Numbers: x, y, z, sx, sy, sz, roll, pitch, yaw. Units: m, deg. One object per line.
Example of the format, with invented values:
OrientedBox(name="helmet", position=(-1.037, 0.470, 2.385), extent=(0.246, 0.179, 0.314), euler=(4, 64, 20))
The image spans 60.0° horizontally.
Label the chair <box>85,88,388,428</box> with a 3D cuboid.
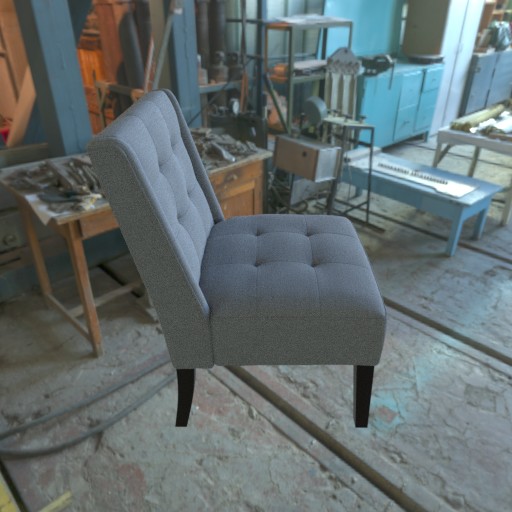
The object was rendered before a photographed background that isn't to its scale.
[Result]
OrientedBox(name="chair", position=(0.000, 0.000, 1.307), extent=(0.676, 0.853, 0.569), euler=(0, 31, 1))
